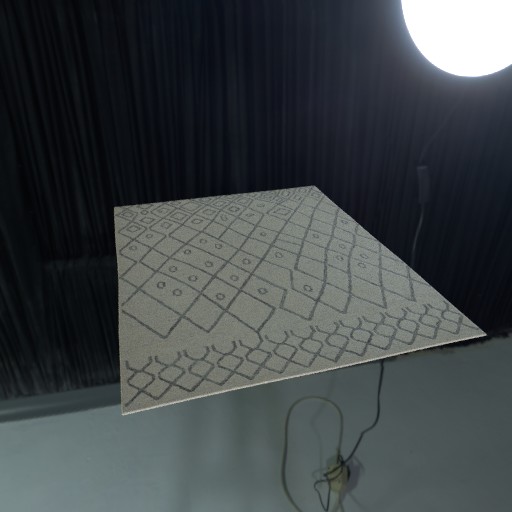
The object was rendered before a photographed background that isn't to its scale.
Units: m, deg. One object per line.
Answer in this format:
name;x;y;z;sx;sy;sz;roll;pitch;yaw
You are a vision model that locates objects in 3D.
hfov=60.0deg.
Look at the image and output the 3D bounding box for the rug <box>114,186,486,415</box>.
rug;0.000;0.000;4.037;2.446;0.015;3.046;-8;30;-14
